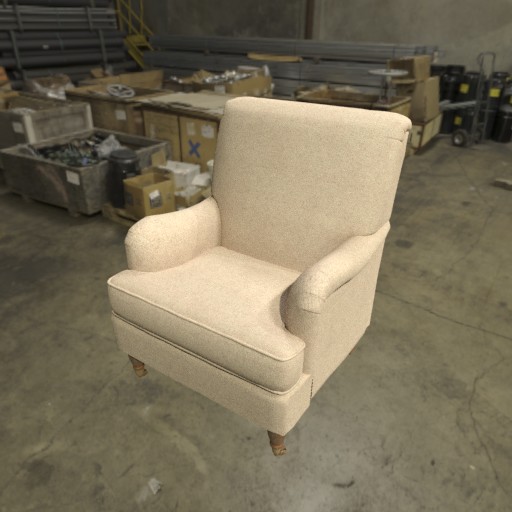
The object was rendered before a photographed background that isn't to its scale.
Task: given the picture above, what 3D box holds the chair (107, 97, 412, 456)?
[{"bbox_3d":[0.000,0.000,1.848,0.879,1.119,0.953,18,33,29],"label":"chair"}]
